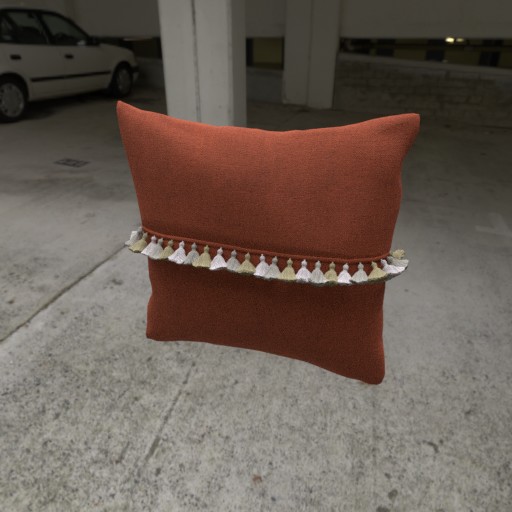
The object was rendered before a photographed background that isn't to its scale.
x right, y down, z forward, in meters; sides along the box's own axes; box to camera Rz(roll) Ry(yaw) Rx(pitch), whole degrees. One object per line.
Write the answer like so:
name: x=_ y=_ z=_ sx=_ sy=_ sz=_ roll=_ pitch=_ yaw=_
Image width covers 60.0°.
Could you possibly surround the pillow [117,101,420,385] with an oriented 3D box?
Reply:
pillow: x=0.000 y=0.000 z=0.753 sx=0.490 sy=0.482 sz=0.165 roll=8 pitch=28 yaw=14
